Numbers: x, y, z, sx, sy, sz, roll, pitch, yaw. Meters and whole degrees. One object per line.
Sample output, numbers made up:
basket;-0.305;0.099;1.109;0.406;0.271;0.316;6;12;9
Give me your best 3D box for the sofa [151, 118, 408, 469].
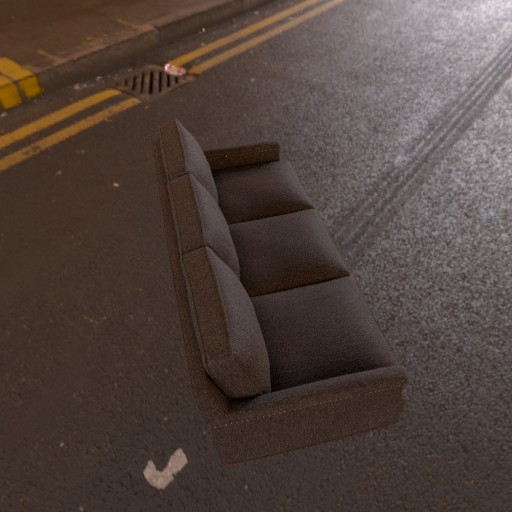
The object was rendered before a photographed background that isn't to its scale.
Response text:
sofa;0.000;0.000;2.866;1.084;1.003;2.246;-10;46;-10
